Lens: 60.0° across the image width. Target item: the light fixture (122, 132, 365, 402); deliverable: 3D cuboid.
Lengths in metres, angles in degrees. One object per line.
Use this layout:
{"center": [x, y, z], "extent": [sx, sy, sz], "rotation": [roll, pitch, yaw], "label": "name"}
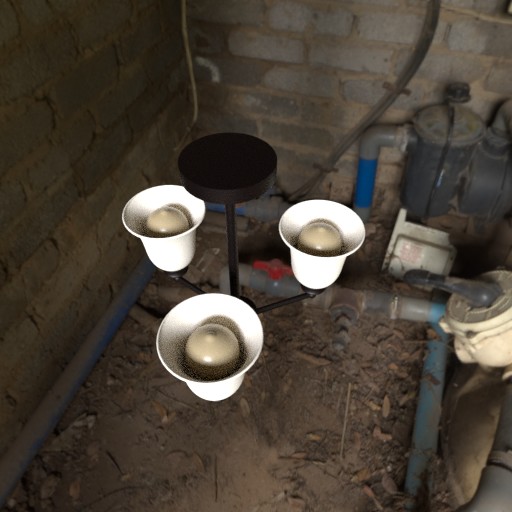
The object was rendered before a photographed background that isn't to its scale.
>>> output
{"center": [0.000, 0.000, 0.680], "extent": [0.354, 0.370, 0.388], "rotation": [-16, 49, -14], "label": "light fixture"}
